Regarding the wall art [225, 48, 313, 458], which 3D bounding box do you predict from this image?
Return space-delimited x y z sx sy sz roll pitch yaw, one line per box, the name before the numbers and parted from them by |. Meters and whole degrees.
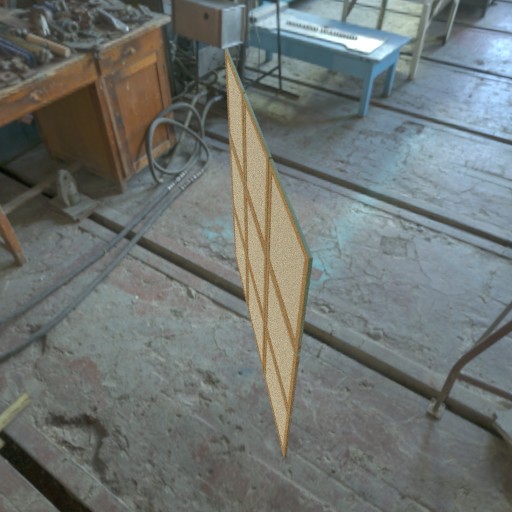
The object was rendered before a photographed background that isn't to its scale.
wall art | 0.000 0.000 2.297 0.013 1.523 1.517 -8 47 -8
